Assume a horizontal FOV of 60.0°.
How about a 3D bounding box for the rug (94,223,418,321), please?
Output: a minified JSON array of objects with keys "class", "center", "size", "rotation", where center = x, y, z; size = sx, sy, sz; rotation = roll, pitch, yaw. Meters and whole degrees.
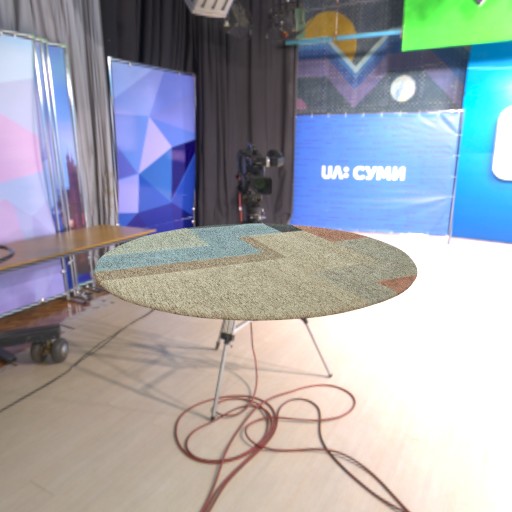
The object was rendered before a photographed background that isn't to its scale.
[{"class":"rug","center":[0.000,0.000,3.571],"size":[2.461,0.033,2.461],"rotation":[0,16,0]}]
